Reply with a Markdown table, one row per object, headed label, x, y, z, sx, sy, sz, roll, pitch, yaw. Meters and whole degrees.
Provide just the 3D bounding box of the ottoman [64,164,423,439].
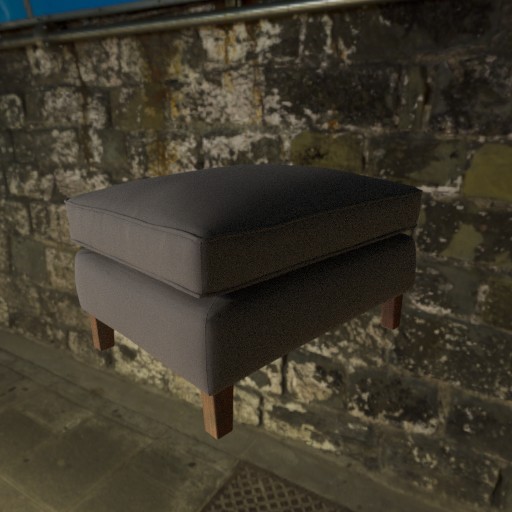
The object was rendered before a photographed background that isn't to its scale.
| label | x | y | z | sx | sy | sz | roll | pitch | yaw |
| --- | --- | --- | --- | --- | --- | --- | --- | --- | --- |
| ottoman | 0.000 | 0.000 | 1.024 | 0.686 | 0.406 | 0.508 | -16 | 23 | -42 |
